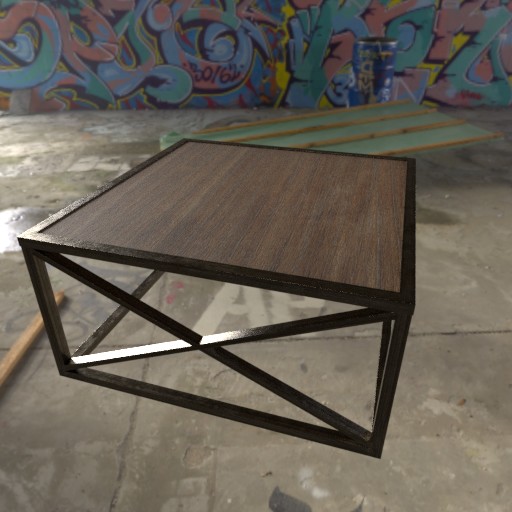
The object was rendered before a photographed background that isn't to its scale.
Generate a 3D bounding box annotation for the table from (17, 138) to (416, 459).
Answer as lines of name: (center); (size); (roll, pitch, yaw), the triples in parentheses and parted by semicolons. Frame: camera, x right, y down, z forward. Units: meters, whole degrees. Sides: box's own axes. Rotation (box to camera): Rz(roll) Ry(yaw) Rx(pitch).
table: (0.000, 0.000, 1.417); (0.899, 0.451, 0.909); (9, 31, 15)
